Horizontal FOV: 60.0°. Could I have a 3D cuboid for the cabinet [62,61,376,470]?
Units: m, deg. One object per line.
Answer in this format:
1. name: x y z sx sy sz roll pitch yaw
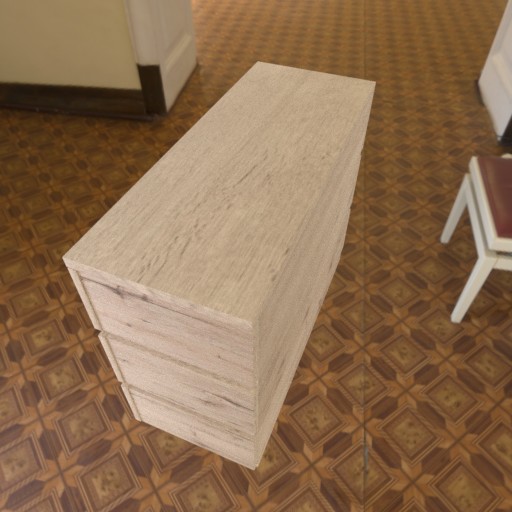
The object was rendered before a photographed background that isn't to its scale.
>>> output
1. cabinet: 0.000 0.000 1.472 0.420 0.820 1.040 17 48 16
